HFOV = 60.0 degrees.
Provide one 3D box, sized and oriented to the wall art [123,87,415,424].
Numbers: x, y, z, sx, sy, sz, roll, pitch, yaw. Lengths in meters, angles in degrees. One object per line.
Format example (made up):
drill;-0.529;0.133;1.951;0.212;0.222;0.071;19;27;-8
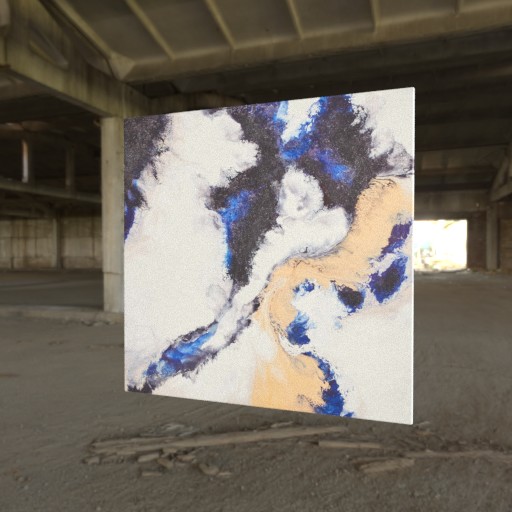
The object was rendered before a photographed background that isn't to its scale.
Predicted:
wall art;0.000;0.000;0.909;0.609;0.609;0.039;0;1;18
